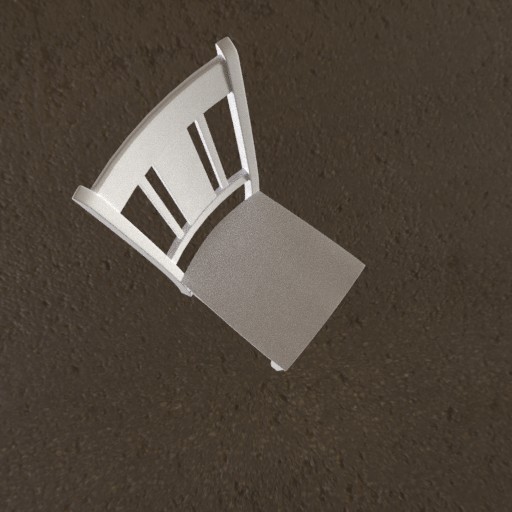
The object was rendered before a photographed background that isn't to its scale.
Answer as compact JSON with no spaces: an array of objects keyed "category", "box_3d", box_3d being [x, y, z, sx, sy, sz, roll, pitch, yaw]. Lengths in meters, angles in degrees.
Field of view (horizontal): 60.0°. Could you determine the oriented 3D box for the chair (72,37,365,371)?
[{"category":"chair","box_3d":[0.000,0.000,1.299,0.555,0.998,0.450,38,79,9]}]
